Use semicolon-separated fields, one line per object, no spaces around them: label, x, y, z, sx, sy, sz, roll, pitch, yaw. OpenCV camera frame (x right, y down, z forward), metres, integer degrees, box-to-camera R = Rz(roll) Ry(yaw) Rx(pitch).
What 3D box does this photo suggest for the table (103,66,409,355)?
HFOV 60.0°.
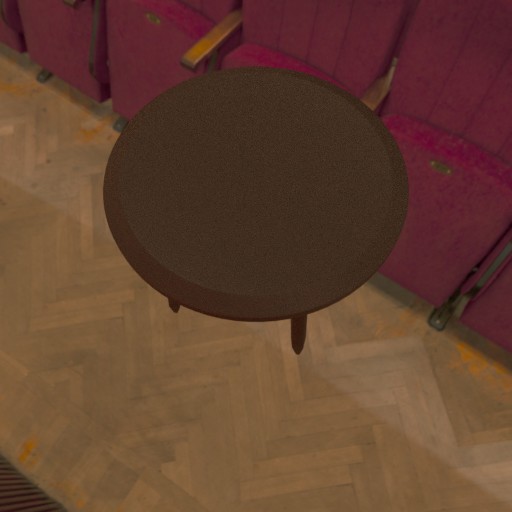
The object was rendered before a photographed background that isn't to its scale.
table;0.000;0.000;0.923;0.457;0.585;0.457;0;64;0
